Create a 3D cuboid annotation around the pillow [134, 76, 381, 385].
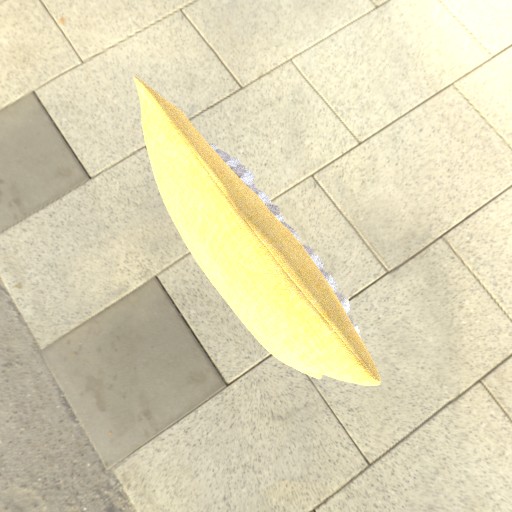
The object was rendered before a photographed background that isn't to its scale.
[{"bbox_3d":[0.000,0.000,0.740,0.167,0.481,0.485,-36,79,-8],"label":"pillow"}]
